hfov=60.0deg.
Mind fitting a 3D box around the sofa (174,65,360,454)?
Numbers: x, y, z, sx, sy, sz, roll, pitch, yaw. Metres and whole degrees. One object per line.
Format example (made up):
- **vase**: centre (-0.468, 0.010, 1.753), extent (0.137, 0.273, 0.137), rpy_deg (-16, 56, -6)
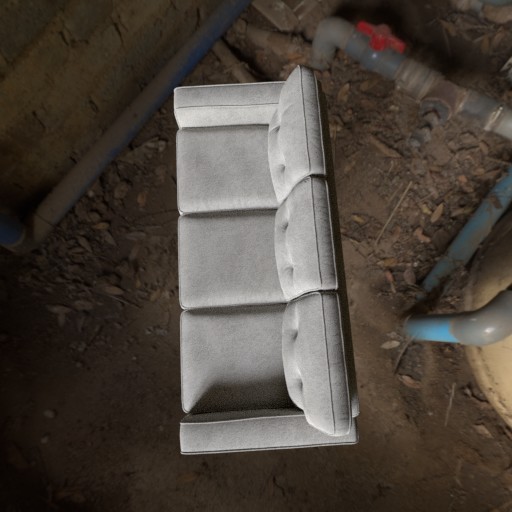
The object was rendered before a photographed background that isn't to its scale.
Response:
- **sofa**: centre (0.000, 0.000, 2.661), extent (0.939, 0.965, 2.133), rpy_deg (-3, 77, -1)
